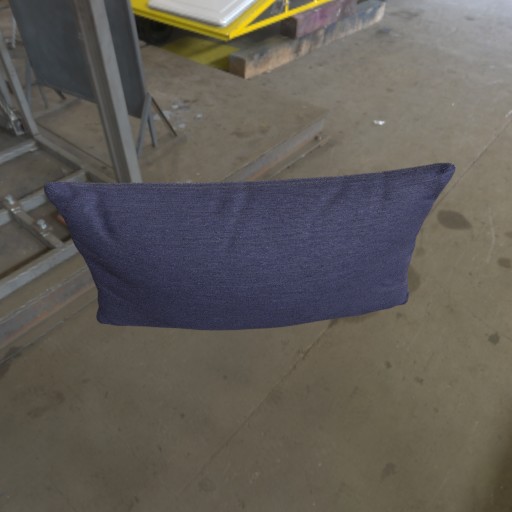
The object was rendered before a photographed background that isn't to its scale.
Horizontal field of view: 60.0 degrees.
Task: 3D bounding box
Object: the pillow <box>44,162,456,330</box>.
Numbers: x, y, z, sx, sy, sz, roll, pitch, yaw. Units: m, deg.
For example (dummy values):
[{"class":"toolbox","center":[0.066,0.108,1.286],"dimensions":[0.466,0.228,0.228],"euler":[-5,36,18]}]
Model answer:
[{"class":"pillow","center":[0.000,0.000,0.784],"dimensions":[0.633,0.338,0.210],"euler":[-3,45,-3]}]
